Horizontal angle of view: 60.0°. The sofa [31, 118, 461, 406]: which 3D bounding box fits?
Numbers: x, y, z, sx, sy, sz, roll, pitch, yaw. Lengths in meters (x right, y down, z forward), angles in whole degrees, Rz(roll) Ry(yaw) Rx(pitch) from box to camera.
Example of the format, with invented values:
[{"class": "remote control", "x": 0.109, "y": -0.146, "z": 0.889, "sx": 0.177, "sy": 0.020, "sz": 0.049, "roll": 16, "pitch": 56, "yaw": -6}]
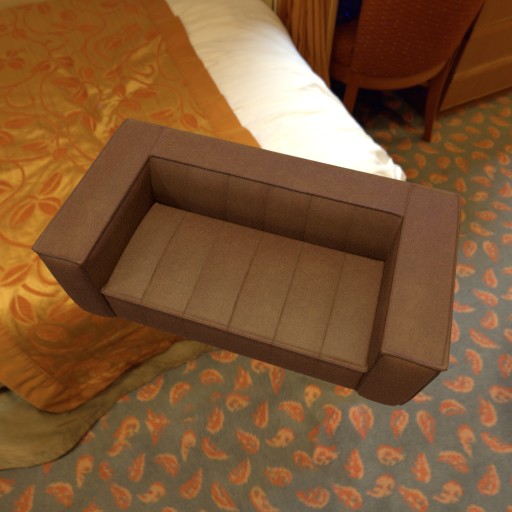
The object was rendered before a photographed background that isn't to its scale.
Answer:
[{"class": "sofa", "x": 0.000, "y": 0.000, "z": 2.603, "sx": 2.088, "sy": 0.703, "sz": 1.102, "roll": 15, "pitch": 59, "yaw": 9}]
